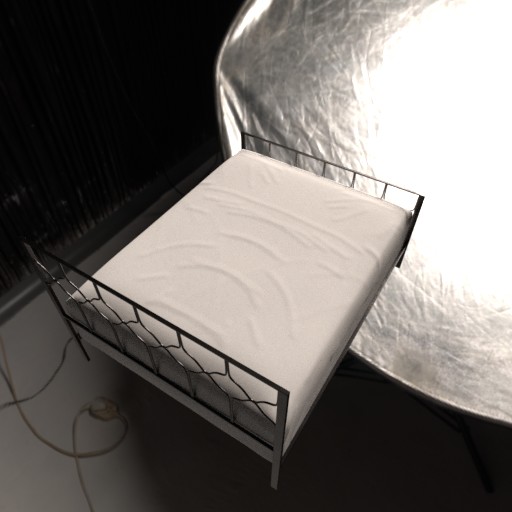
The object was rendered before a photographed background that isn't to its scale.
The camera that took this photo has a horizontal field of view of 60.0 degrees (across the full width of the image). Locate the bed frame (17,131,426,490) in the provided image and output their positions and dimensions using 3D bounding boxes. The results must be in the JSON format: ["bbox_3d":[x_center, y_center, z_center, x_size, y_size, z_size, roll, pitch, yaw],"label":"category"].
[{"bbox_3d":[0.000,0.000,3.023,1.597,1.222,2.063,25,52,21],"label":"bed frame"}]
